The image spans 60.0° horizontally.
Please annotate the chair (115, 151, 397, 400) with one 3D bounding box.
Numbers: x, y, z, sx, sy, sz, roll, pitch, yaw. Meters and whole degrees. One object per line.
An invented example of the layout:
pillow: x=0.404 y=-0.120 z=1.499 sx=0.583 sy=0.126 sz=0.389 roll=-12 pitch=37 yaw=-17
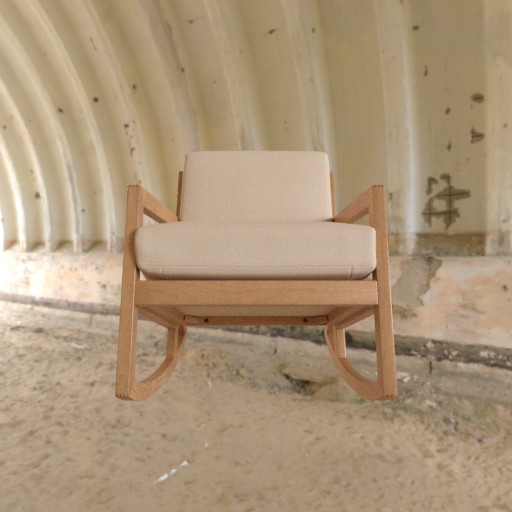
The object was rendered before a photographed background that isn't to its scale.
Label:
chair: x=0.000 y=0.000 z=1.396 sx=0.622 sy=0.790 sz=0.857 roll=0 pitch=2 yaw=0
